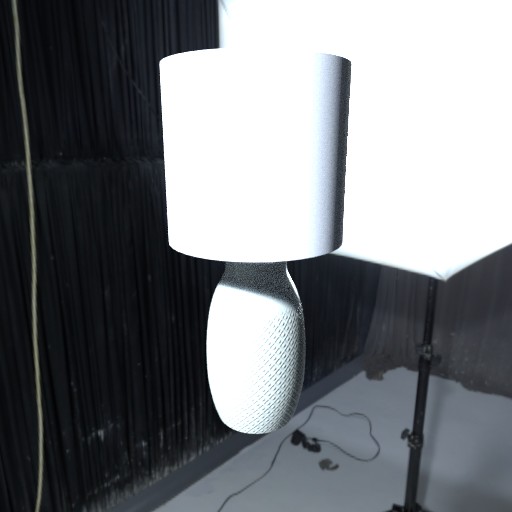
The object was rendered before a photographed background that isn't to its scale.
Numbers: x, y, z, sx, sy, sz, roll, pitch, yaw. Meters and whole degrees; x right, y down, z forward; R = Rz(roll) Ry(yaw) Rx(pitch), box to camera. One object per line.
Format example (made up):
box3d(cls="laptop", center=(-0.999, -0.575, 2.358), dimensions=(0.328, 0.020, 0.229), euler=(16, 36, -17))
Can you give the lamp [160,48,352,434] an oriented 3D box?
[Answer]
box3d(cls="lamp", center=(0.000, 0.000, 0.568), dimensions=(0.217, 0.453, 0.217), euler=(-14, 21, -42))
